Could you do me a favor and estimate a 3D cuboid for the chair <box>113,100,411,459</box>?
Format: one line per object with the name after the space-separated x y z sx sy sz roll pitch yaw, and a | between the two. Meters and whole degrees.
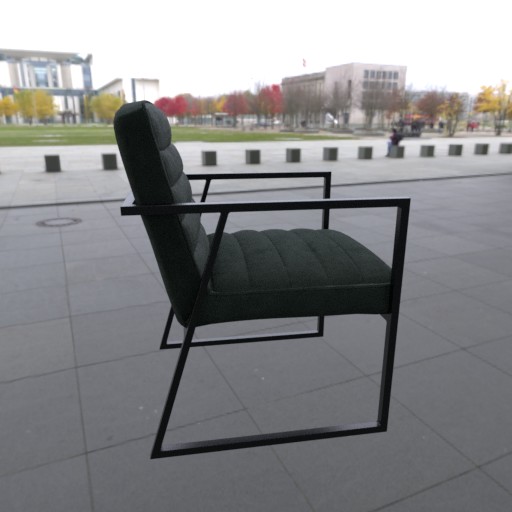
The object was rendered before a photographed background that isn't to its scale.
0.000 0.000 1.273 0.677 0.833 0.571 -3 17 -9 | chair
